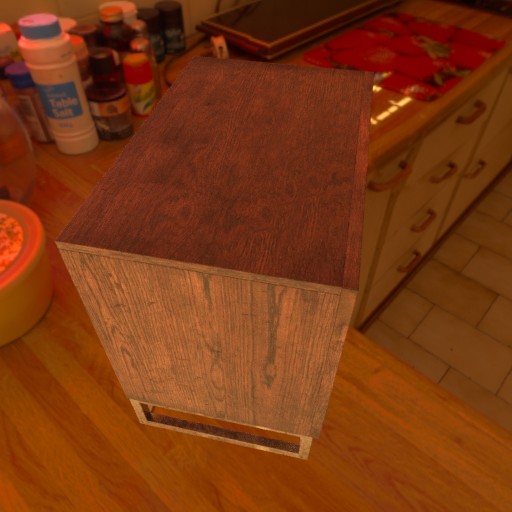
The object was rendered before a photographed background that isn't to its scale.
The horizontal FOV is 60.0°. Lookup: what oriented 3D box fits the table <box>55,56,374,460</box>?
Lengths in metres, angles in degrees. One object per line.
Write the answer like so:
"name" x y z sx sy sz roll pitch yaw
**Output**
"table" 0.000 0.000 1.231 0.542 0.746 0.767 9 47 8
